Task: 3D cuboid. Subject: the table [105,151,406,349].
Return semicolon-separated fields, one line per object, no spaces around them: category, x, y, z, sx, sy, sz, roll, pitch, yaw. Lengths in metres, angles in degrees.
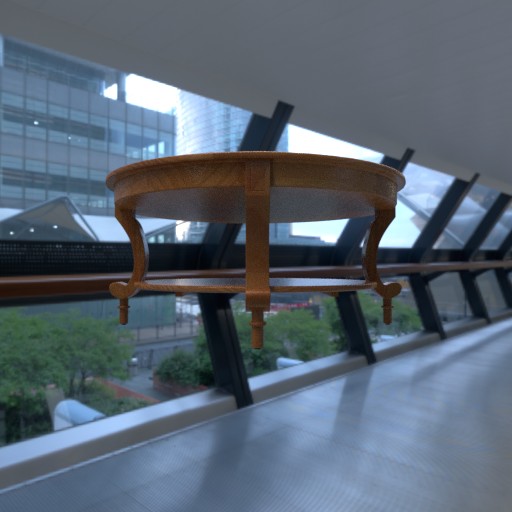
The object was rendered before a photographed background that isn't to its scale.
table;0.000;0.000;1.590;1.029;0.490;1.029;0;-1;0
